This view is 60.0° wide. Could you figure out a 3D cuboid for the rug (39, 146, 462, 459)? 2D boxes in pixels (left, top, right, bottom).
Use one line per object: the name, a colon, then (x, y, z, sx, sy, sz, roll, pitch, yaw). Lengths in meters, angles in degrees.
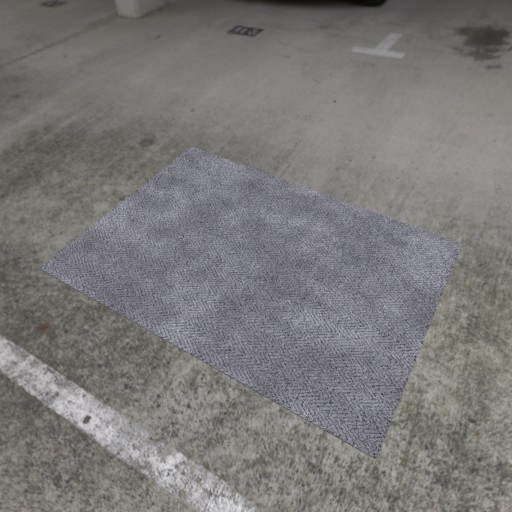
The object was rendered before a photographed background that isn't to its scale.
rug: (0.000, 0.000, 2.868, 2.235, 0.008, 1.600, 24, 51, 21)
